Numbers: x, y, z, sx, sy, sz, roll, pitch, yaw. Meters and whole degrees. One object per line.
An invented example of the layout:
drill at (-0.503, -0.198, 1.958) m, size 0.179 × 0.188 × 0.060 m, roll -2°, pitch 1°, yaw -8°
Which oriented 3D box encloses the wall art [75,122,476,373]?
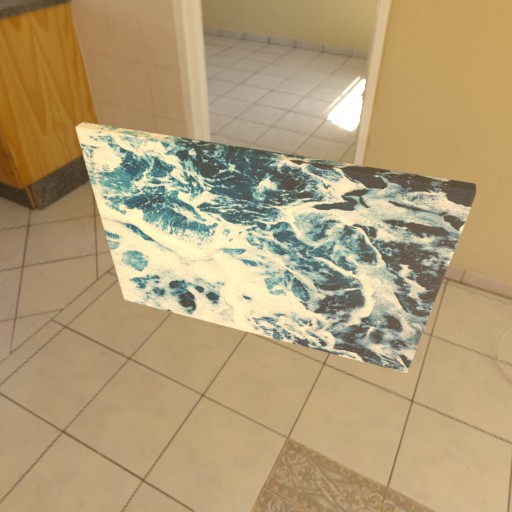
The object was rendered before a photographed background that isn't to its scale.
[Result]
wall art at (0.000, 0.000, 1.965) m, size 1.524 × 1.017 × 0.055 m, roll 12°, pitch 43°, yaw 14°
